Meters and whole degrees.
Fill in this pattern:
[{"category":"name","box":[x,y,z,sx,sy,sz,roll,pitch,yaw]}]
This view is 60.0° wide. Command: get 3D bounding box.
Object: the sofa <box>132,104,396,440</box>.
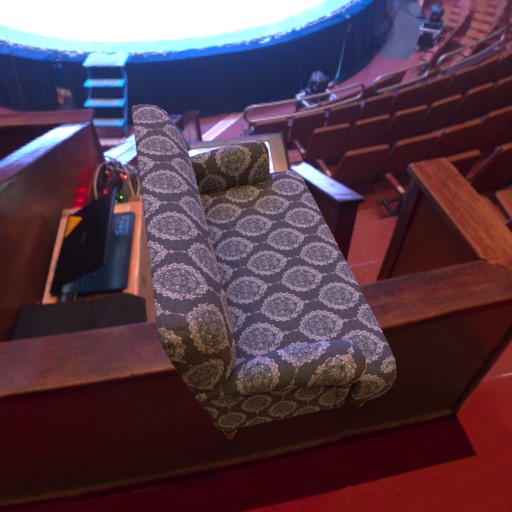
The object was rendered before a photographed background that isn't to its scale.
[{"category":"sofa","box":[0.000,0.000,1.824,0.779,0.867,1.297,-11,49,-9]}]
